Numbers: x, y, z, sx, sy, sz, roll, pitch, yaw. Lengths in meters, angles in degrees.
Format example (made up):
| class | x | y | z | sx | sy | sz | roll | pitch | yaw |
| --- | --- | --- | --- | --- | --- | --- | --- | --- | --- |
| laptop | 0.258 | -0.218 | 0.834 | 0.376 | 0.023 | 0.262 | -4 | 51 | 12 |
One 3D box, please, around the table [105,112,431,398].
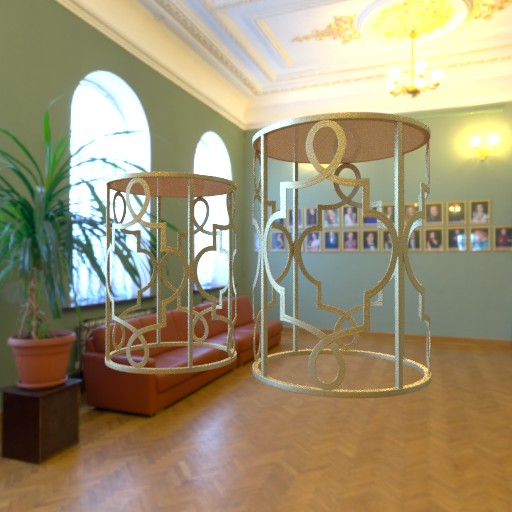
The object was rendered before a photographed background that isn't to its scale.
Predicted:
| class | x | y | z | sx | sy | sz | roll | pitch | yaw |
| --- | --- | --- | --- | --- | --- | --- | --- | --- | --- |
| table | 0.000 | 0.000 | 1.152 | 0.846 | 0.564 | 0.420 | 0 | -1 | 19 |
